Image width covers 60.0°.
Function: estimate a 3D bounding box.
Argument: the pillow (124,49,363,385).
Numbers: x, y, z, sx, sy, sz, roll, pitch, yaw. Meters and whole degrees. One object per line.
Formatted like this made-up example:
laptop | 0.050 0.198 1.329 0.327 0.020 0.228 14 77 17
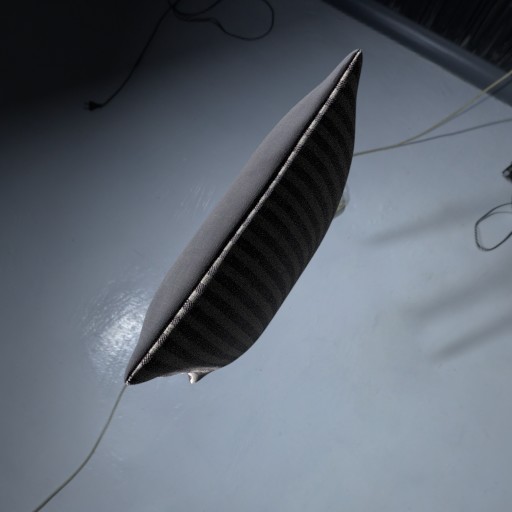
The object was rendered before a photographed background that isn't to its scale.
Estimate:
pillow | 0.000 0.000 0.779 0.166 0.506 0.523 33 78 8
